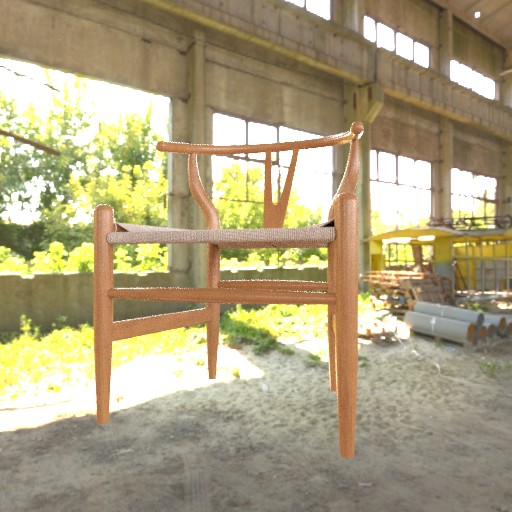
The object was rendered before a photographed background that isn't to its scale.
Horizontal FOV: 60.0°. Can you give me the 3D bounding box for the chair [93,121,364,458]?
[{"bbox_3d":[0.000,0.000,1.143,0.569,0.730,0.579,0,-1,18],"label":"chair"}]
